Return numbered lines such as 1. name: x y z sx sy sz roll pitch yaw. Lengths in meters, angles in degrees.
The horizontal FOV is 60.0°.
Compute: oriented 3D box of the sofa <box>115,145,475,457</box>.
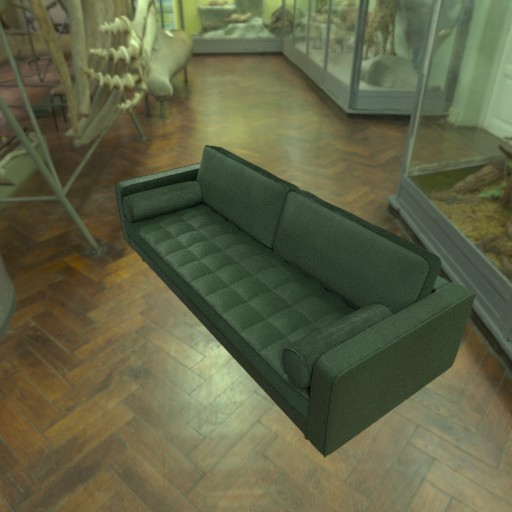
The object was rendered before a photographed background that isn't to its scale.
1. sofa: 0.000 0.000 2.638 0.918 0.769 2.199 -21 38 -29
